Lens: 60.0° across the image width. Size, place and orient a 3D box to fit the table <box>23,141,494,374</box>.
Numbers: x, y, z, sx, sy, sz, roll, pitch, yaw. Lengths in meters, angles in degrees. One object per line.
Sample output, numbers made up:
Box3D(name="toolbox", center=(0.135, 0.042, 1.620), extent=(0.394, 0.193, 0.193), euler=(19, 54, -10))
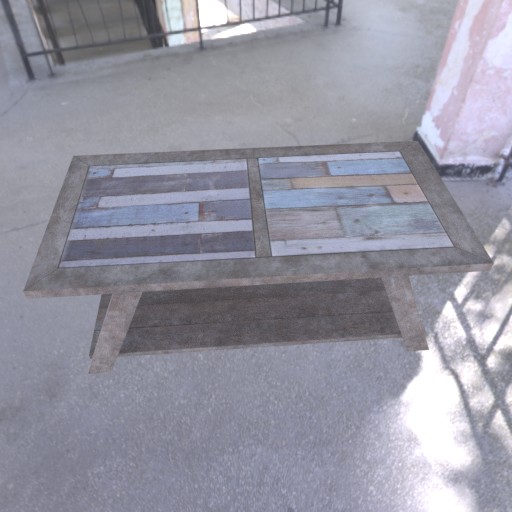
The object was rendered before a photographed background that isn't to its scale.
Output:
Box3D(name="table", center=(0.000, 0.000, 1.522), extent=(1.219, 0.470, 0.610), euler=(-3, 46, -3))
